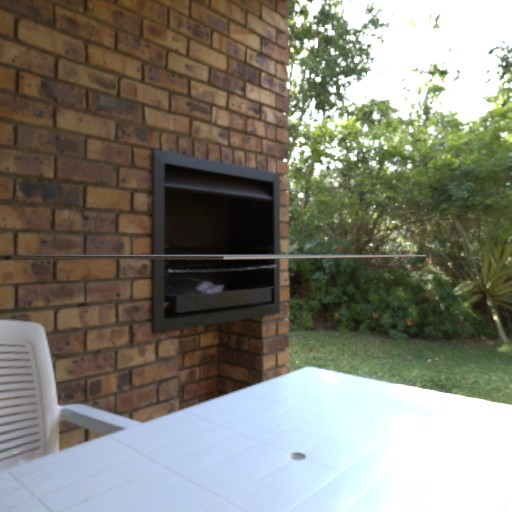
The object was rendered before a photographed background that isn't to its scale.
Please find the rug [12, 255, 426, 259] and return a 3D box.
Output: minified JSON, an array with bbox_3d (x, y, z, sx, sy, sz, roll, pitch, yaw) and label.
[{"bbox_3d":[0.000,0.000,2.959,1.524,0.012,2.438,0,0,36],"label":"rug"}]
